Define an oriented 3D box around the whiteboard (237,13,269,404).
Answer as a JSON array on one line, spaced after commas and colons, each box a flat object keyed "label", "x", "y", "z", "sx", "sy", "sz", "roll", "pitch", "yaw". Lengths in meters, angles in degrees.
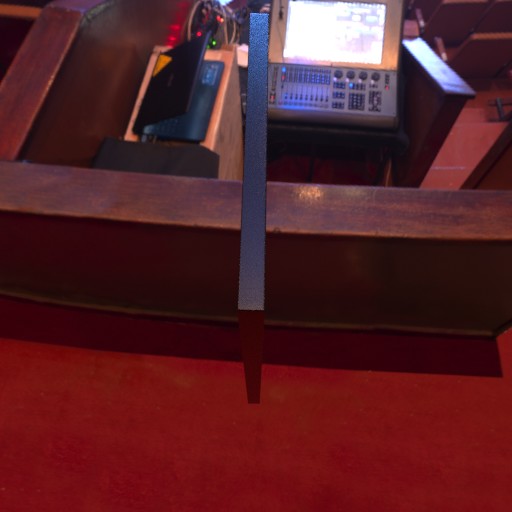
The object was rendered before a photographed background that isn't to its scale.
[{"label": "whiteboard", "x": 0.000, "y": 0.000, "z": 0.763, "sx": 0.026, "sy": 0.611, "sz": 0.406, "roll": 1, "pitch": 64, "yaw": 1}]
